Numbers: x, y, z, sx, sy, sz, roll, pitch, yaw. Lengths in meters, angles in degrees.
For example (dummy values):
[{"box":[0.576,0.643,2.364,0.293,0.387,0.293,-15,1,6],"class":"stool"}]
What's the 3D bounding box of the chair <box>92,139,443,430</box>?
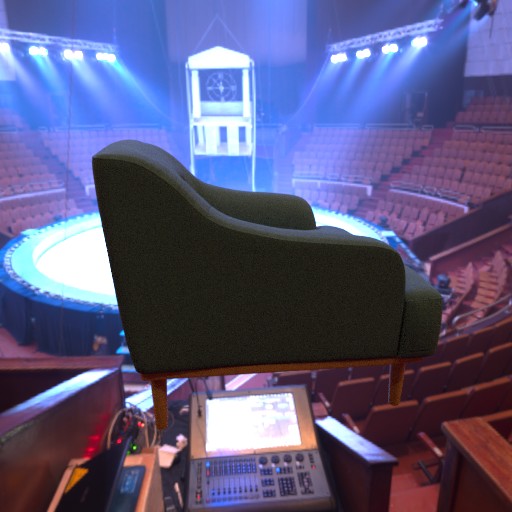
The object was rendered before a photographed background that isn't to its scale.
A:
[{"box":[0.000,0.000,1.607,0.951,0.818,0.946,-3,17,-10],"class":"chair"}]
